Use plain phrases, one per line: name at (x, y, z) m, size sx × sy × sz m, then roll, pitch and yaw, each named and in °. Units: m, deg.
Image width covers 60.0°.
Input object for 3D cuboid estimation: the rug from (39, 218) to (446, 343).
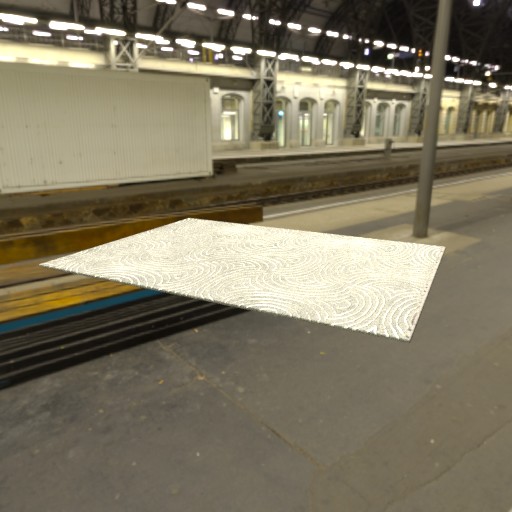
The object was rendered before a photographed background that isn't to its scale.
rug at (0.000, 0.000, 2.855) m, size 2.144 × 0.015 × 1.543 m, roll 8°, pitch 18°, yaw 26°
